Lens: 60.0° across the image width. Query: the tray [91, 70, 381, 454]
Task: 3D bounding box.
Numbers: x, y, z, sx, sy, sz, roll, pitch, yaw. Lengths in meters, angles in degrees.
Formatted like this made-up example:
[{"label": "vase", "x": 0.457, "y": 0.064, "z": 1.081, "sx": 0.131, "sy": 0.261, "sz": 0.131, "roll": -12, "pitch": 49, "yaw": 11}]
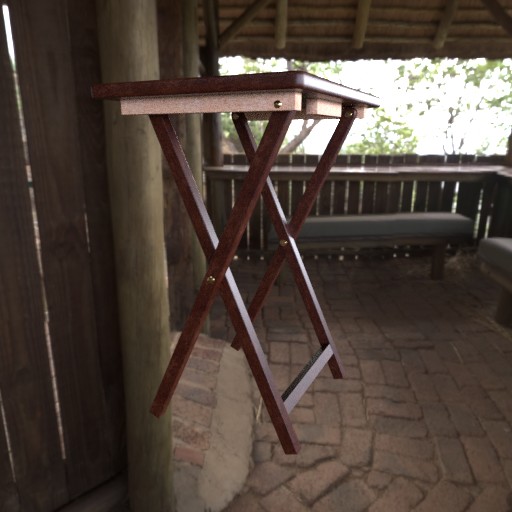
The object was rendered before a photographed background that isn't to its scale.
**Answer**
[{"label": "tray", "x": 0.000, "y": 0.000, "z": 0.946, "sx": 0.381, "sy": 0.660, "sz": 0.483, "roll": 8, "pitch": 17, "yaw": 26}]
